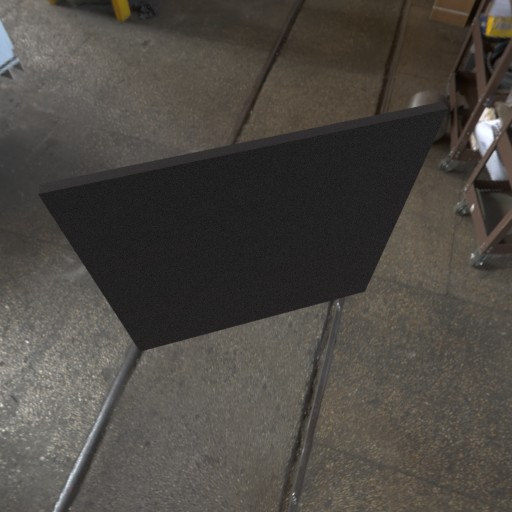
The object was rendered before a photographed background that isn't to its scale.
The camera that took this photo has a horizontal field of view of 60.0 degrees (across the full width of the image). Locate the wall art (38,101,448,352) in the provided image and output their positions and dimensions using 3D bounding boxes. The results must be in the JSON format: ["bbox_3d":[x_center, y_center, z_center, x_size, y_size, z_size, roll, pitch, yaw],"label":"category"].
[{"bbox_3d":[0.000,0.000,0.673,0.456,0.458,0.013,-14,59,-8],"label":"wall art"}]
